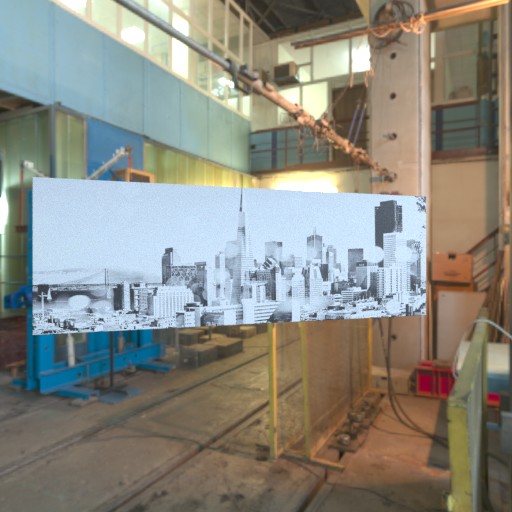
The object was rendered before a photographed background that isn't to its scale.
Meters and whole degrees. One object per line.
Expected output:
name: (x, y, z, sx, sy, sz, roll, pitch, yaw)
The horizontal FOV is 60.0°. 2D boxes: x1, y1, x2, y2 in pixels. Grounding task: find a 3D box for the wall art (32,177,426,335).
wall art: (0.000, 0.000, 1.675, 1.520, 0.507, 0.039, 0, 0, -18)
